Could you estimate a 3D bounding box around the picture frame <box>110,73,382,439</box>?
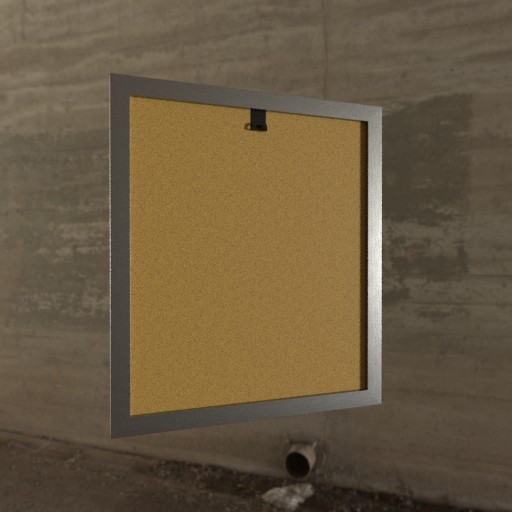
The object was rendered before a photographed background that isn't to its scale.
[{"bbox_3d":[0.000,0.000,1.341,0.839,0.968,0.073,0,0,-19],"label":"picture frame"}]
